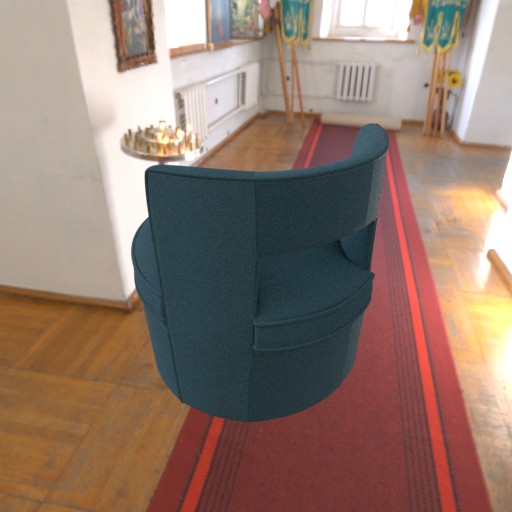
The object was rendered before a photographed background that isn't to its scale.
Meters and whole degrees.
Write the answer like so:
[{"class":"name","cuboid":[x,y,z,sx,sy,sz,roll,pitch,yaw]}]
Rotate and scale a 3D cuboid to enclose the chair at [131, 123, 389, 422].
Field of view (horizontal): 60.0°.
[{"class":"chair","cuboid":[0.000,0.000,1.262,0.684,0.711,0.660,-19,35,-28]}]
